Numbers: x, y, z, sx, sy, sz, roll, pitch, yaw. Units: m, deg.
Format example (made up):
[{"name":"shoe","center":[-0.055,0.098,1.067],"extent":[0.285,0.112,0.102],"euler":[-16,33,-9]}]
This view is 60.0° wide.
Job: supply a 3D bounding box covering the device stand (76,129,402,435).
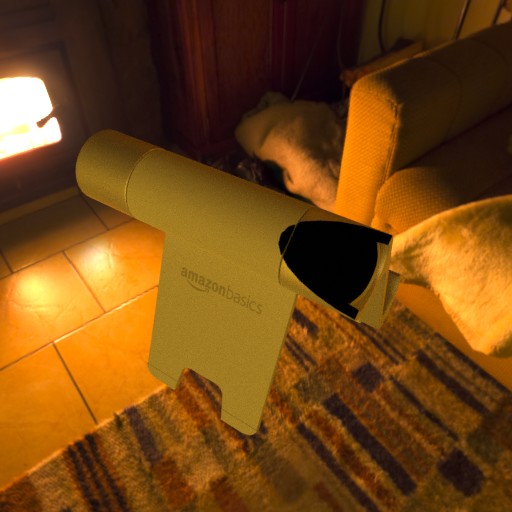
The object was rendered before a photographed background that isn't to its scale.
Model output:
[{"name":"device stand","center":[0.000,0.000,0.150],"extent":[0.086,0.084,0.079],"euler":[24,50,22]}]
